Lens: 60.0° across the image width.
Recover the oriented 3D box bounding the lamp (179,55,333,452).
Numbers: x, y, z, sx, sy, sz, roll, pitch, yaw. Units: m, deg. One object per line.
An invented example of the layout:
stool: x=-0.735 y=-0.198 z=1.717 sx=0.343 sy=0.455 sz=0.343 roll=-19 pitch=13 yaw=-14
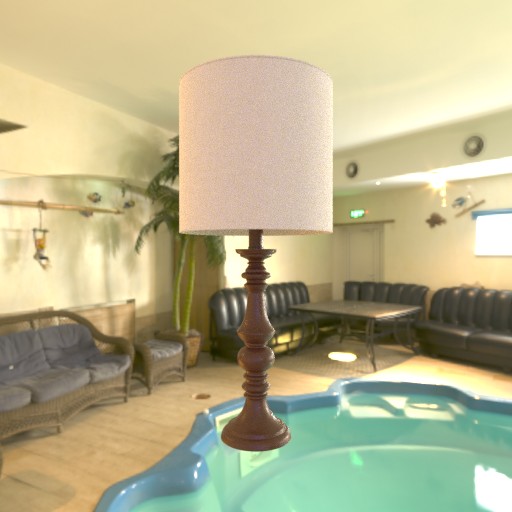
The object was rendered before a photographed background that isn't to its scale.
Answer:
lamp: x=0.000 y=0.000 z=0.733 sx=0.250 sy=0.597 sz=0.250 roll=0 pitch=1 yaw=35
